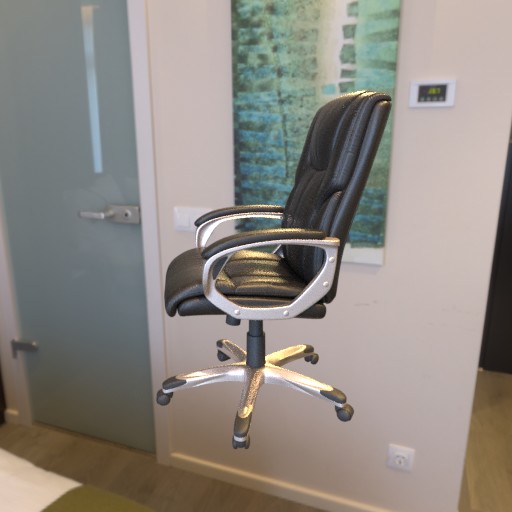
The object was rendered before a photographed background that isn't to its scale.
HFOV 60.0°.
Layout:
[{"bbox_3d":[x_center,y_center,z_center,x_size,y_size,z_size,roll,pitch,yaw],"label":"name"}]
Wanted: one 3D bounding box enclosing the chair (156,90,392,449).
[{"bbox_3d":[0.000,0.000,1.639,0.780,1.145,0.700,-2,15,-9],"label":"chair"}]
